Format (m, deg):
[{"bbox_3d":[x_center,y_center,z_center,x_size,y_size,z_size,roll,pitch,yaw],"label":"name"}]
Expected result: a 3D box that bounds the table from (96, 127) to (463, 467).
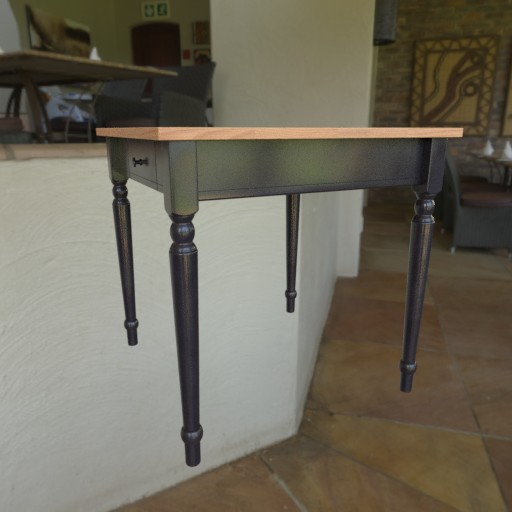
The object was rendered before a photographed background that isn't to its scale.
[{"bbox_3d":[0.000,0.000,1.331,0.747,0.738,0.747,-8,18,-26],"label":"table"}]
